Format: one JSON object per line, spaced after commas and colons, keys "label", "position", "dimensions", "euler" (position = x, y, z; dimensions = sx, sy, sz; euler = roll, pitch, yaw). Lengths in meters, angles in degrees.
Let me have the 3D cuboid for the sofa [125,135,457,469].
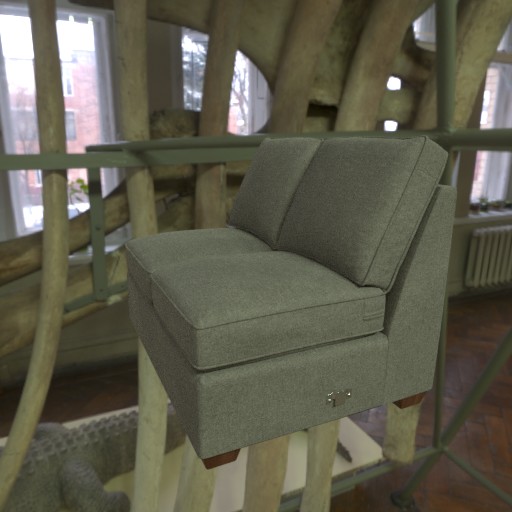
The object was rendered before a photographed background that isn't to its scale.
{"label": "sofa", "position": [0.000, 0.000, 1.926], "dimensions": [0.951, 1.008, 1.237], "euler": [-7, 16, -24]}
